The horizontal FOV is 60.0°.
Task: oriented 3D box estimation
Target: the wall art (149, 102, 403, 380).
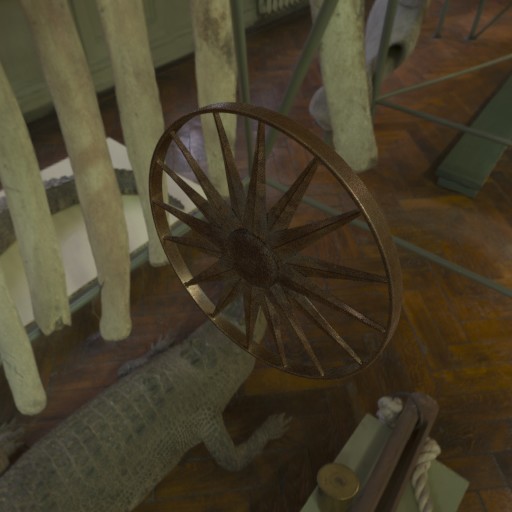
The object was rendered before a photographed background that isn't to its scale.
[{"bbox_3d":[0.000,0.000,0.867,0.582,0.583,0.084,30,53,26],"label":"wall art"}]
